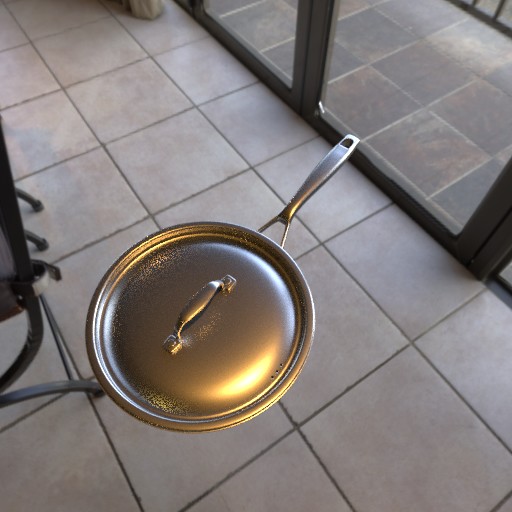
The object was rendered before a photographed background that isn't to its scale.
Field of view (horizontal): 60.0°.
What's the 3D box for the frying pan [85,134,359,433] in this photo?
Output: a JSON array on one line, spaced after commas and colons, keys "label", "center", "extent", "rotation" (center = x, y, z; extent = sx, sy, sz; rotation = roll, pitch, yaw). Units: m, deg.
[{"label": "frying pan", "center": [0.000, 0.000, 0.585], "extent": [0.272, 0.086, 0.490], "rotation": [33, 63, 19]}]
